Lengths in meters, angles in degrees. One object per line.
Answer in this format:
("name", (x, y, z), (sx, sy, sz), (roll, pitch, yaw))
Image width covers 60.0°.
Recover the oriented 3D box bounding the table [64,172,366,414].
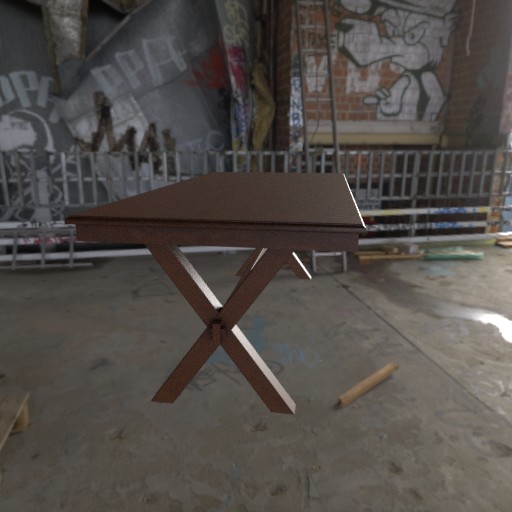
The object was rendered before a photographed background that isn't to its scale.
("table", (0.000, 0.000, 1.478), (0.594, 0.459, 1.197), (2, 15, 9))
